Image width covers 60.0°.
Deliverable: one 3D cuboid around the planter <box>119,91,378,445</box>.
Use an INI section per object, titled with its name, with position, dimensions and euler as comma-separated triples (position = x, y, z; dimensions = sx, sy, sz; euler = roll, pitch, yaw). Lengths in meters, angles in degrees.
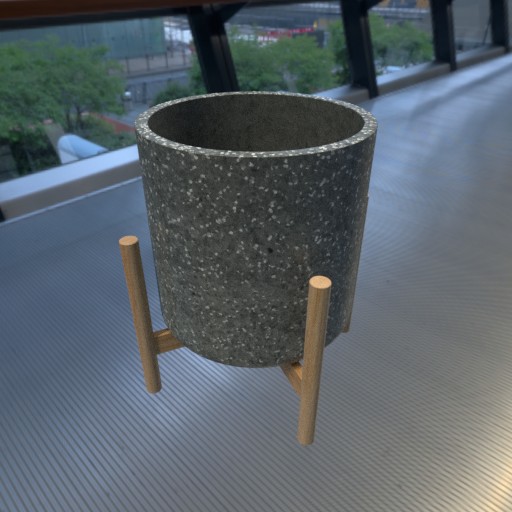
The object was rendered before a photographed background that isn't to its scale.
[planter]
position = 0.000, 0.000, 0.677
dimensions = 0.360, 0.419, 0.360
euler = -1, 32, -1
